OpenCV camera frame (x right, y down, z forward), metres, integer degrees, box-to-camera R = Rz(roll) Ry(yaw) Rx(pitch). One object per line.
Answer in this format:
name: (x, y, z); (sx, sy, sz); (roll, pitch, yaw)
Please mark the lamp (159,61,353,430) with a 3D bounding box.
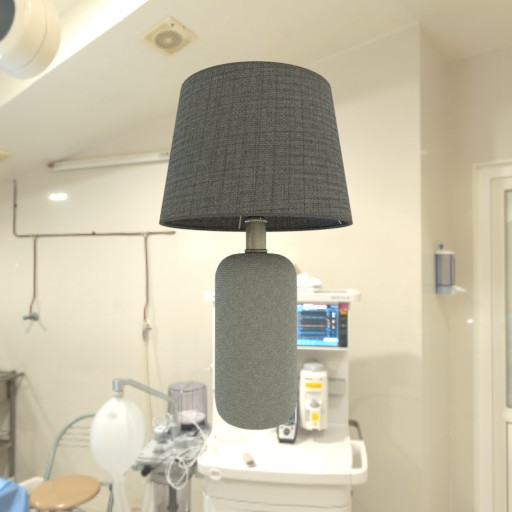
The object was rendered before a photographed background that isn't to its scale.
lamp: (0.000, 0.000, 0.587); (0.251, 0.429, 0.251); (0, -1, 0)
